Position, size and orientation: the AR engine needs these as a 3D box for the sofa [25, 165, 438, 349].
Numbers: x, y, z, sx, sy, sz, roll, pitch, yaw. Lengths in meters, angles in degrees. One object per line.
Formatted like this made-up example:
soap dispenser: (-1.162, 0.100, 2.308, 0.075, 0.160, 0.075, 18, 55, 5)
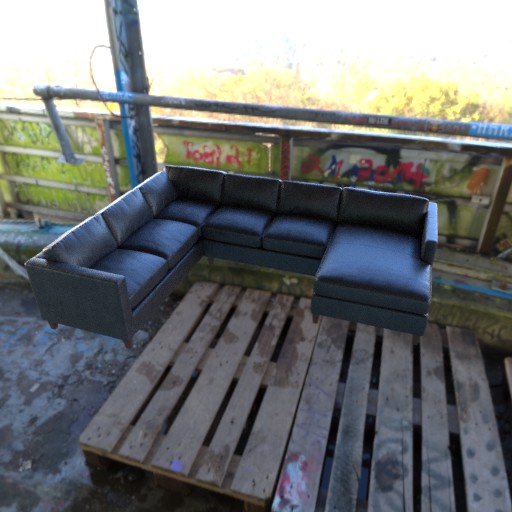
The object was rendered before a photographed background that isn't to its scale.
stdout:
sofa: (0.000, 0.000, 4.424, 3.324, 0.891, 2.452, 10, 32, 16)
